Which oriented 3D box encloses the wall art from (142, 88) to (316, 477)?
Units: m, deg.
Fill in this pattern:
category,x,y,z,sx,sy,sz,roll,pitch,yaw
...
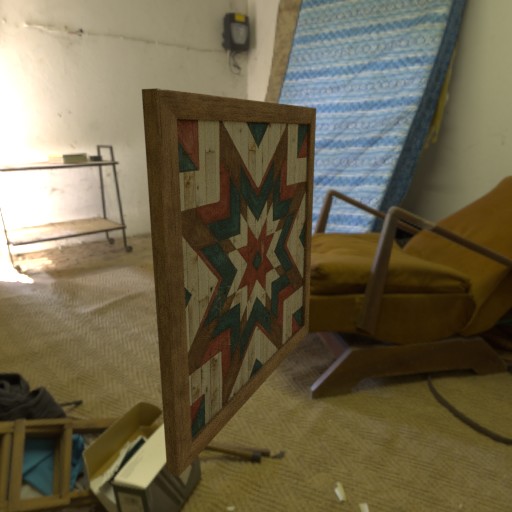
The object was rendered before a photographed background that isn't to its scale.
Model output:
category,x,y,z,sx,sy,sz,roll,pitch,yaw
wall art,0.000,0.000,1.047,0.029,0.691,0.695,8,18,26
